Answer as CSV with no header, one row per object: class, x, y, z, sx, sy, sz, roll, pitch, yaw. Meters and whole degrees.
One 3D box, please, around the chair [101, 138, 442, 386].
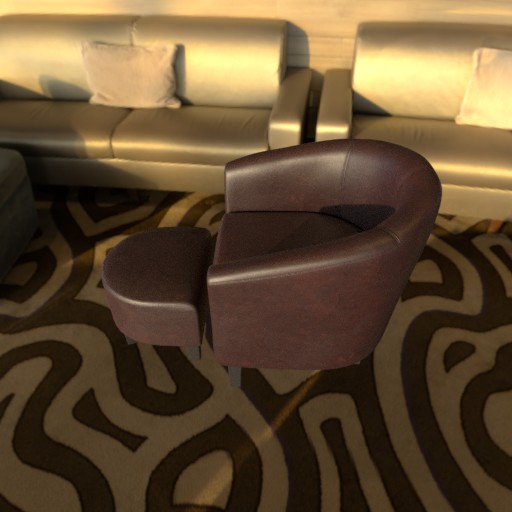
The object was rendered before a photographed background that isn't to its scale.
chair,0.000,0.000,1.671,1.176,0.755,0.737,1,40,1
